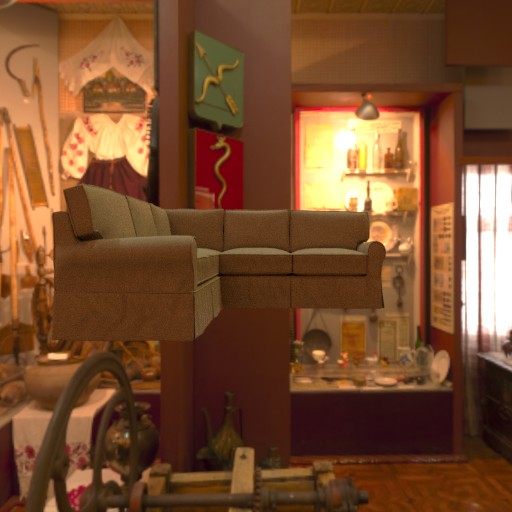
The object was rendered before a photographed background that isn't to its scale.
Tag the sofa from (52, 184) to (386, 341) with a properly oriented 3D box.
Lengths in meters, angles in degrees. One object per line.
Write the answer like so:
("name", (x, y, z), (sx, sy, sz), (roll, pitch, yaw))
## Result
("sofa", (0.000, 0.000, 4.123), (2.623, 1.081, 2.618), (0, 1, 1))
